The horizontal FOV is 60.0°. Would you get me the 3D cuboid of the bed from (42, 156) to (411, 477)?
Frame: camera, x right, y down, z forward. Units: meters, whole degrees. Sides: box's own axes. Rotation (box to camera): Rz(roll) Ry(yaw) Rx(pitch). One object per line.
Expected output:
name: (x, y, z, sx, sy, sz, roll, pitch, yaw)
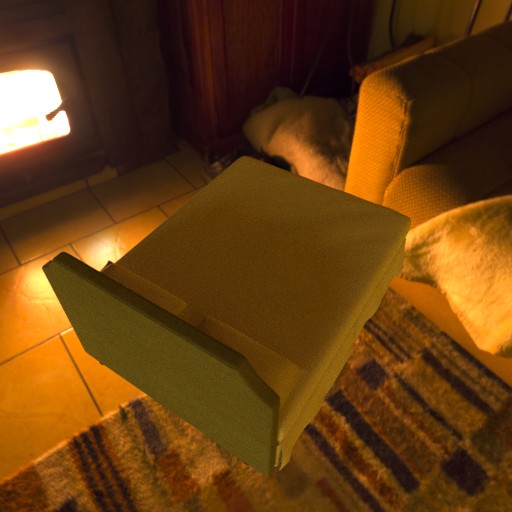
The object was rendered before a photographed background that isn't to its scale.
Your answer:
bed: (0.000, 0.000, 3.640, 1.977, 1.306, 2.464, 25, 51, 22)
